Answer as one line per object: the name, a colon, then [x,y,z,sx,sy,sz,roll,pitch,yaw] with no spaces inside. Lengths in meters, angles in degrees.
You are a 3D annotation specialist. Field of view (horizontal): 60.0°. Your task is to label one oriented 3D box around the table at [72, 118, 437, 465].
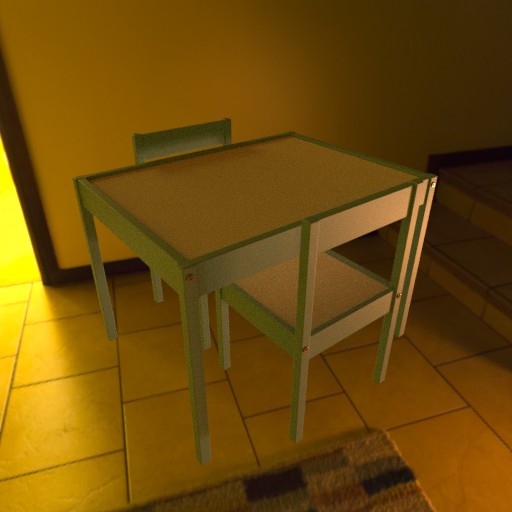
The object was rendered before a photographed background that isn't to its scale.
table: [0.000,0.000,1.071,0.639,0.503,0.633,-21,36,-32]
